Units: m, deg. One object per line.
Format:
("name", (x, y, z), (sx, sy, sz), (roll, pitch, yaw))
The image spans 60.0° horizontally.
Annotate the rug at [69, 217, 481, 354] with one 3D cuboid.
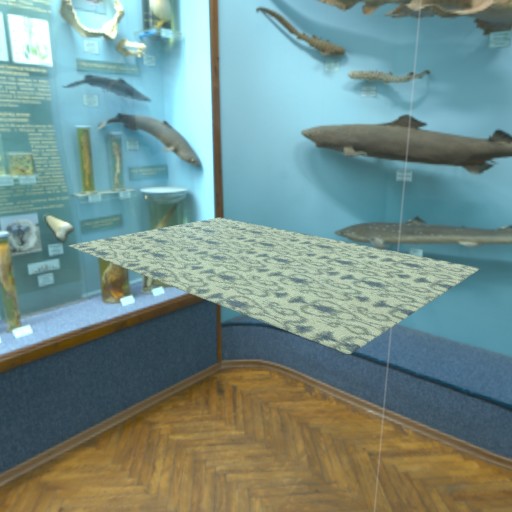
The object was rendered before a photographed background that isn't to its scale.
("rug", (0.000, 0.000, 2.068), (1.652, 0.006, 1.035), (14, 21, 41))
